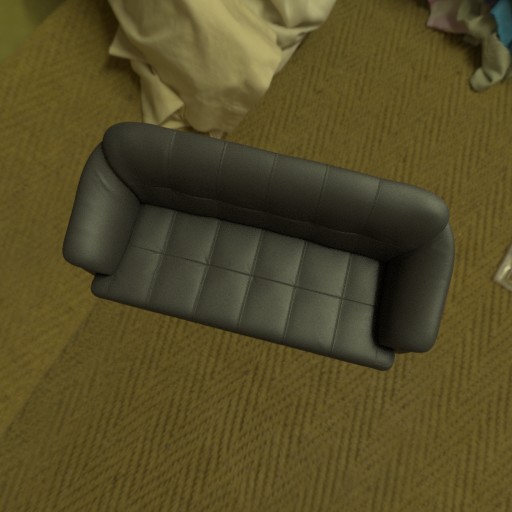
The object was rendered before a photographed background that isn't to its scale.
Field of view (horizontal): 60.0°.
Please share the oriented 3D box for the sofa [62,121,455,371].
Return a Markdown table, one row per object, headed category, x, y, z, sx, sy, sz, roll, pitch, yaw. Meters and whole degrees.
| category | x | y | z | sx | sy | sz | roll | pitch | yaw |
| --- | --- | --- | --- | --- | --- | --- | --- | --- | --- |
| sofa | 0.000 | 0.000 | 2.284 | 1.829 | 0.811 | 0.800 | 14 | 76 | 4 |
